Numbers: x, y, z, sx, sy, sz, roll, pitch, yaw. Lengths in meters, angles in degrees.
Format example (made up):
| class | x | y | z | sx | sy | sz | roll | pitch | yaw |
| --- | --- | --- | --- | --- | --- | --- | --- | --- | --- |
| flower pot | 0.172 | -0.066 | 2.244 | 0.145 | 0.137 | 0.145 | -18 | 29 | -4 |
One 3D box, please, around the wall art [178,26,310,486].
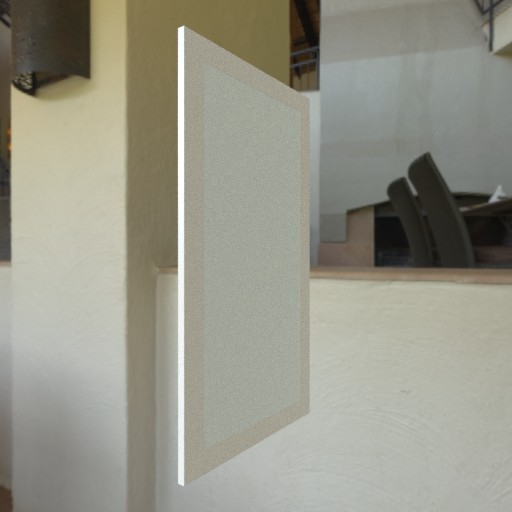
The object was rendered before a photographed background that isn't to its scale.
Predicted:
| class | x | y | z | sx | sy | sz | roll | pitch | yaw |
| --- | --- | --- | --- | --- | --- | --- | --- | --- | --- |
| wall art | 0.000 | 0.000 | 0.814 | 0.013 | 0.683 | 0.380 | 0 | 0 | 36 |
